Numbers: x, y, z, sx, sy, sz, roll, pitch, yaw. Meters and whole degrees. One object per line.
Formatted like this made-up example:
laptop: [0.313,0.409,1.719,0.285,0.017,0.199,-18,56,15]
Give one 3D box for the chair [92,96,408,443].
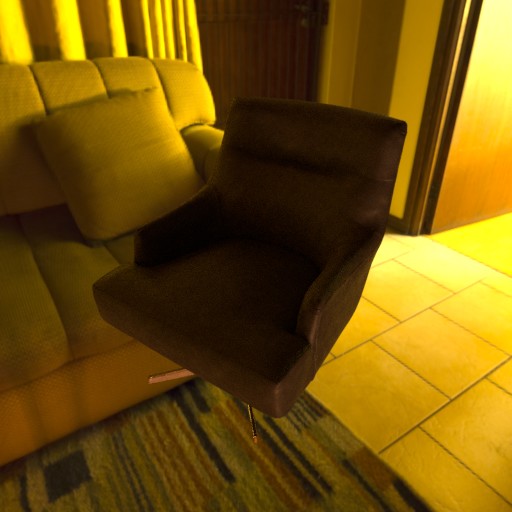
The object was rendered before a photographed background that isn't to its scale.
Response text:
chair: [0.000,0.000,1.512,0.738,0.870,0.874,20,36,30]
